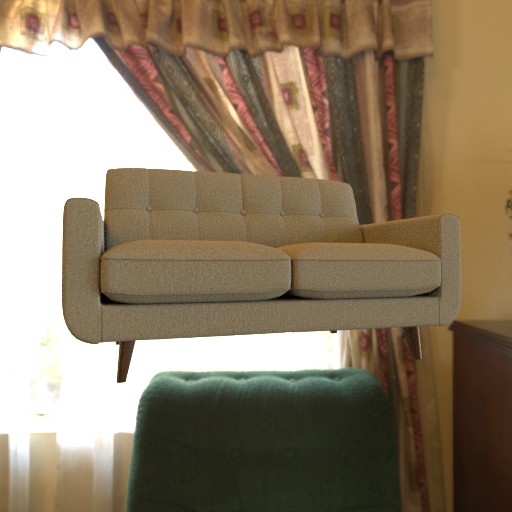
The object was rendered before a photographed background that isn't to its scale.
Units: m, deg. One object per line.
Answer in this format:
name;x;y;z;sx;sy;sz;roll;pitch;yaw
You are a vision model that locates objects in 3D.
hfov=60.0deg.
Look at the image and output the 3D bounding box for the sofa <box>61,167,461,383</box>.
sofa;0.000;0.000;2.154;1.651;0.925;0.952;0;-1;-18
